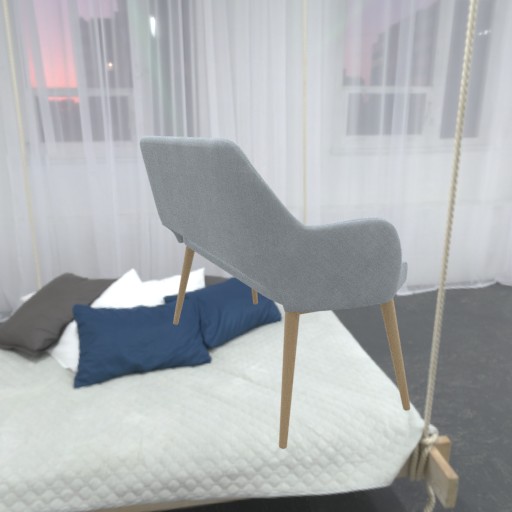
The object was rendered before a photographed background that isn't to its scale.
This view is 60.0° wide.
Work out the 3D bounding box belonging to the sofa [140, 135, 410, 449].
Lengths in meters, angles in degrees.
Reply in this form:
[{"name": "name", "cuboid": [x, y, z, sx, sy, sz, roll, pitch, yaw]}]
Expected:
[{"name": "sofa", "cuboid": [0.000, 0.000, 1.609, 0.610, 0.840, 1.150, -8, 18, -27]}]
